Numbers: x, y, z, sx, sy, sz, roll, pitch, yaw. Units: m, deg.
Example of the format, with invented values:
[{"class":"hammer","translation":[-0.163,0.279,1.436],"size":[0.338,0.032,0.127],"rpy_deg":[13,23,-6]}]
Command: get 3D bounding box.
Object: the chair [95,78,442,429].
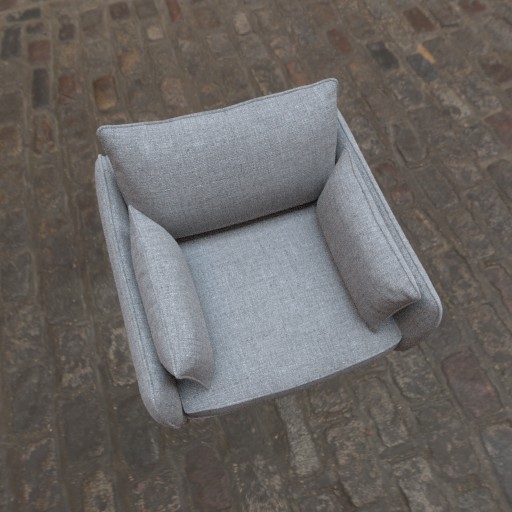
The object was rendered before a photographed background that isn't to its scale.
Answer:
[{"class":"chair","translation":[0.000,0.000,1.633],"size":[0.993,0.839,0.976],"rpy_deg":[-16,66,-8]}]
